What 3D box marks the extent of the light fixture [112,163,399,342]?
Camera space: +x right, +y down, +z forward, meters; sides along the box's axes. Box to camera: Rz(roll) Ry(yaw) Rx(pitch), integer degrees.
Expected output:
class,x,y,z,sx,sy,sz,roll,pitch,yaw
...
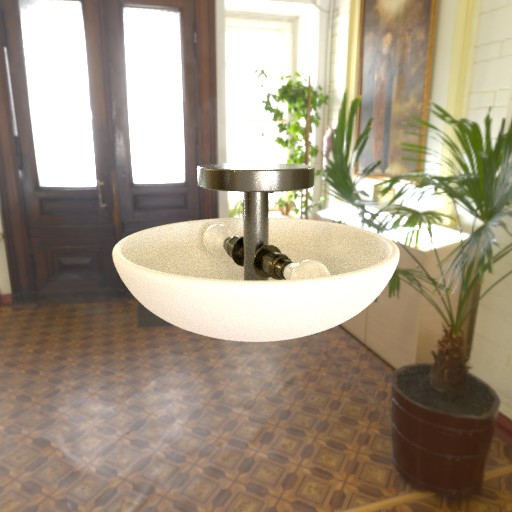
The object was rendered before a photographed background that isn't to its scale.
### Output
class,x,y,z,sx,sy,sz,roll,pitch,yaw
light fixture,0.000,0.000,0.537,0.330,0.214,0.330,0,15,0
